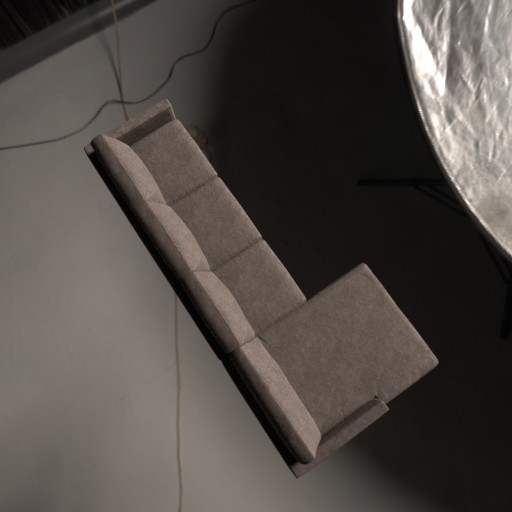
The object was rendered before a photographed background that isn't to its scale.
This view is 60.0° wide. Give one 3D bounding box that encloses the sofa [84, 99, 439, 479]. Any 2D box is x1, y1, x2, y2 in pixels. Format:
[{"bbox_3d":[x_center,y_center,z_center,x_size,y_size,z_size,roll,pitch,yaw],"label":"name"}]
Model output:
[{"bbox_3d":[0.000,0.000,4.163,1.606,0.954,3.471,-34,79,-8],"label":"sofa"}]
